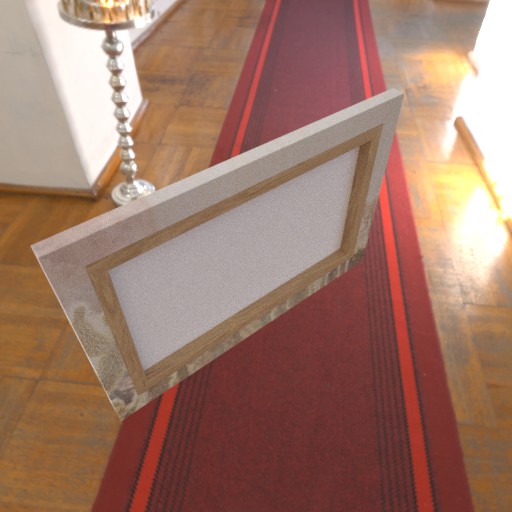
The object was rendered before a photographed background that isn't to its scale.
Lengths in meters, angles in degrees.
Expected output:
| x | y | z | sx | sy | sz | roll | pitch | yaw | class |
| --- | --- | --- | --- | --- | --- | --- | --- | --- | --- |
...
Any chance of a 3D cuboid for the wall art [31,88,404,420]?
| x | y | z | sx | sy | sz | roll | pitch | yaw | class |
| --- | --- | --- | --- | --- | --- | --- | --- | --- | --- |
| 0.000 | 0.000 | 1.133 | 0.916 | 0.608 | 0.040 | -30 | 53 | -26 | wall art |
